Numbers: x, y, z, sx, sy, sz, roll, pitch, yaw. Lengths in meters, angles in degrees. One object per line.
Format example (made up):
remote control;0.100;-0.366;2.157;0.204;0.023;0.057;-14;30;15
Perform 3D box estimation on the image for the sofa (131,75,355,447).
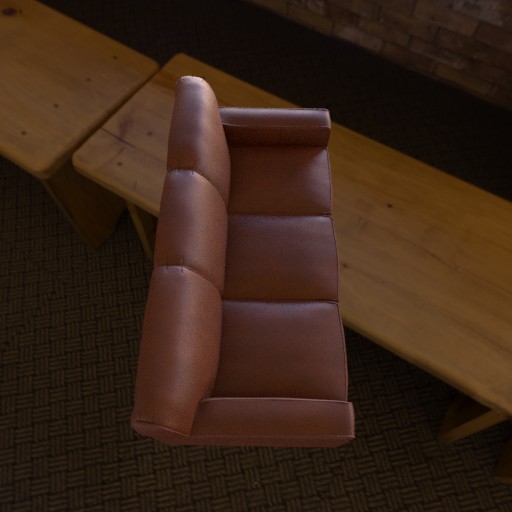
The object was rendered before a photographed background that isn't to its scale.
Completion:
sofa;0.000;0.000;2.595;1.008;0.953;2.039;1;63;0
